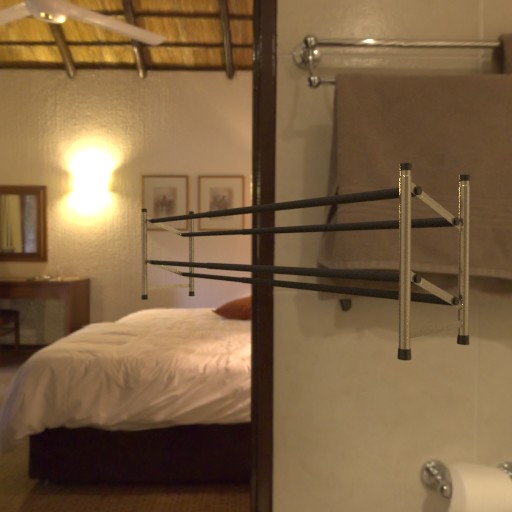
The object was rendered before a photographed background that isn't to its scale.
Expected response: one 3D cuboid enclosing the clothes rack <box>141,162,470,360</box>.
[{"bbox_3d":[0.000,0.000,1.306,0.229,0.349,1.168,-1,1,-37],"label":"clothes rack"}]
